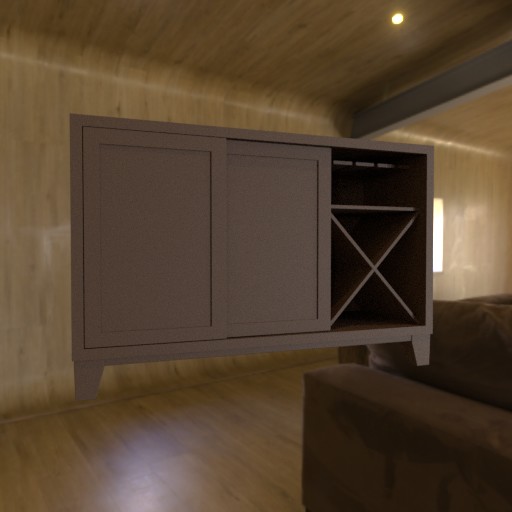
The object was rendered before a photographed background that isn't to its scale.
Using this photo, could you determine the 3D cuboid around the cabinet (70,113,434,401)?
[{"bbox_3d":[0.000,0.000,1.851,1.396,0.914,0.482,0,1,-19],"label":"cabinet"}]
